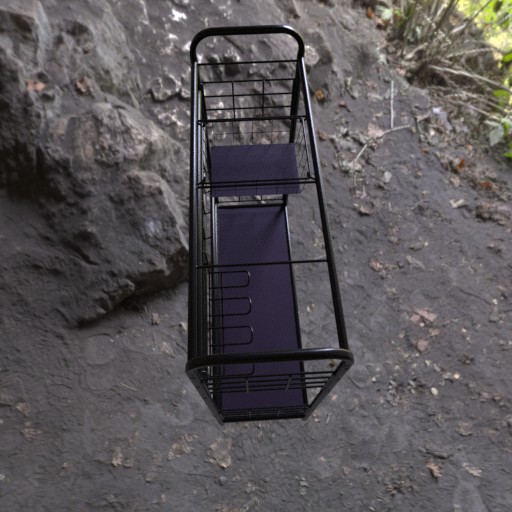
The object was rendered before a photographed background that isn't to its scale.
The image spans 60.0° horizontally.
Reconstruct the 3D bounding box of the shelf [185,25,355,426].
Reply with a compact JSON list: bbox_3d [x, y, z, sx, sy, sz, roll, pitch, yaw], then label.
[{"bbox_3d":[0.000,0.000,1.501,0.350,1.026,0.961,-3,63,-1],"label":"shelf"}]
